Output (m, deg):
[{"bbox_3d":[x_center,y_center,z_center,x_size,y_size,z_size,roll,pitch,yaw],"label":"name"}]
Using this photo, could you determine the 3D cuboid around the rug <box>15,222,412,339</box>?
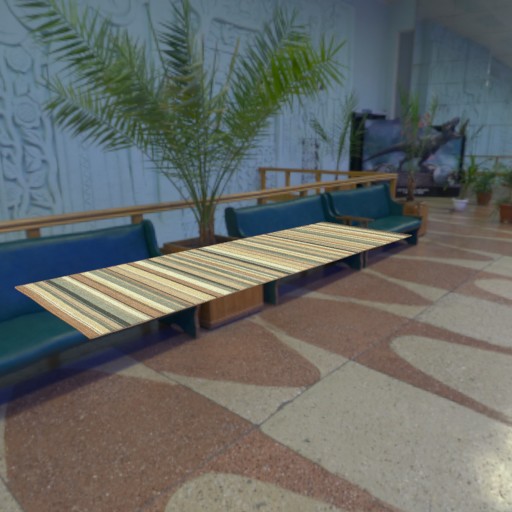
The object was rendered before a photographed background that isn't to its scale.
[{"bbox_3d":[0.000,0.000,2.656,0.799,0.010,2.444,14,20,43],"label":"rug"}]
